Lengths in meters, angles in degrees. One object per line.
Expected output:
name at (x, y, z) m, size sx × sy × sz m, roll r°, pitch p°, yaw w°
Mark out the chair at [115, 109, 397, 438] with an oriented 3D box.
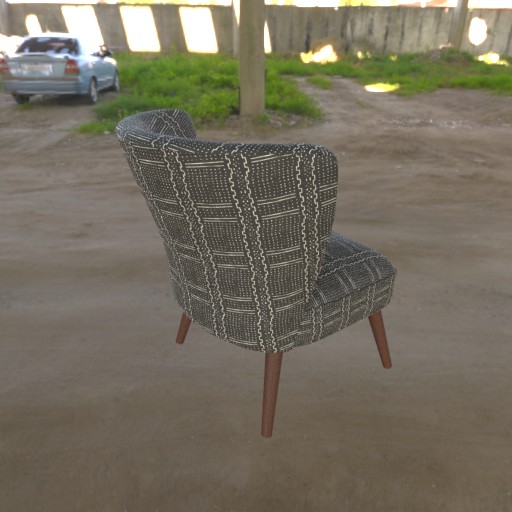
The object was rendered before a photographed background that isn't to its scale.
chair at (0.000, 0.000, 1.409) m, size 0.758 × 0.866 × 0.710 m, roll -18°, pitch 32°, yaw -32°
